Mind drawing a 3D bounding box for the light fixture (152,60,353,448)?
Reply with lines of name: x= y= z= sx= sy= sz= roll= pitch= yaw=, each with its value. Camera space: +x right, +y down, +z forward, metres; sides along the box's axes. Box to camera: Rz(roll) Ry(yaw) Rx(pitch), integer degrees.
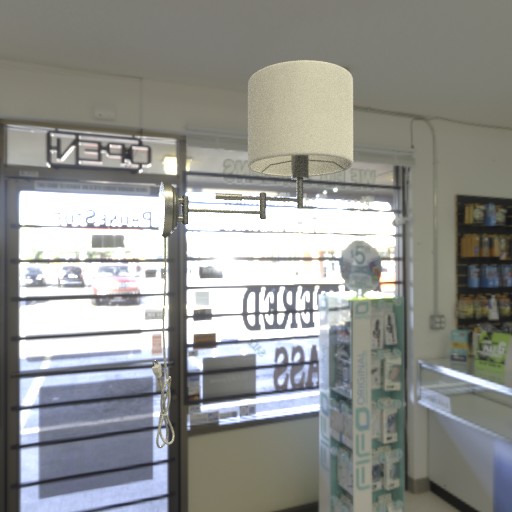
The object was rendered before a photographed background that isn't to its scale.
light fixture: x=0.000 y=0.000 z=1.040 sx=0.479 sy=0.842 sz=0.253 roll=0 pitch=-1 yaw=-19
